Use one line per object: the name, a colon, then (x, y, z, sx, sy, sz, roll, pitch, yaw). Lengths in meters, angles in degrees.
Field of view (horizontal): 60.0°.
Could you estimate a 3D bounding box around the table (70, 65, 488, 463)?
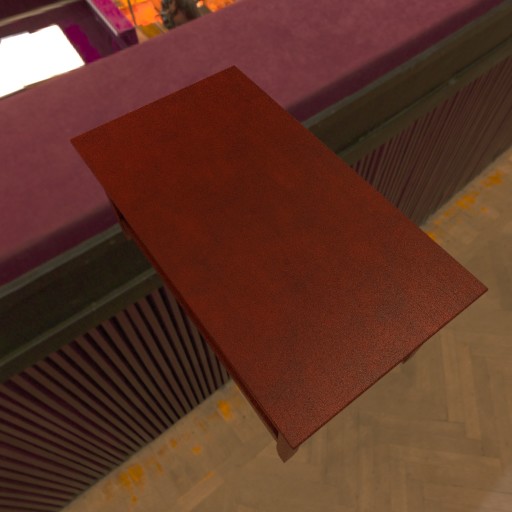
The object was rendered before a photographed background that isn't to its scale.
table: (0.000, 0.000, 1.247, 0.533, 0.456, 0.943, -32, 64, -18)
